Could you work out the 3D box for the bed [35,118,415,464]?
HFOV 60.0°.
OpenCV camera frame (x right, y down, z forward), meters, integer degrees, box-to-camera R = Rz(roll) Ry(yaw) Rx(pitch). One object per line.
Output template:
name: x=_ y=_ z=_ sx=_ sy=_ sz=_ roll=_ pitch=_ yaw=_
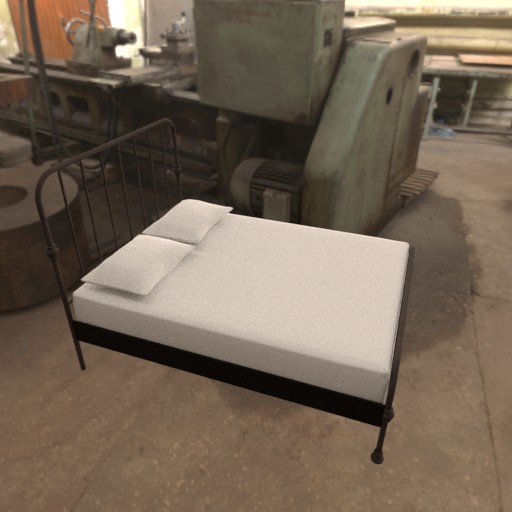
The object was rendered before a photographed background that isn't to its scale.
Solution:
bed: x=0.000 y=0.000 z=3.113 sx=2.134 sy=1.446 sz=1.616 roll=11 pitch=32 yaw=18
